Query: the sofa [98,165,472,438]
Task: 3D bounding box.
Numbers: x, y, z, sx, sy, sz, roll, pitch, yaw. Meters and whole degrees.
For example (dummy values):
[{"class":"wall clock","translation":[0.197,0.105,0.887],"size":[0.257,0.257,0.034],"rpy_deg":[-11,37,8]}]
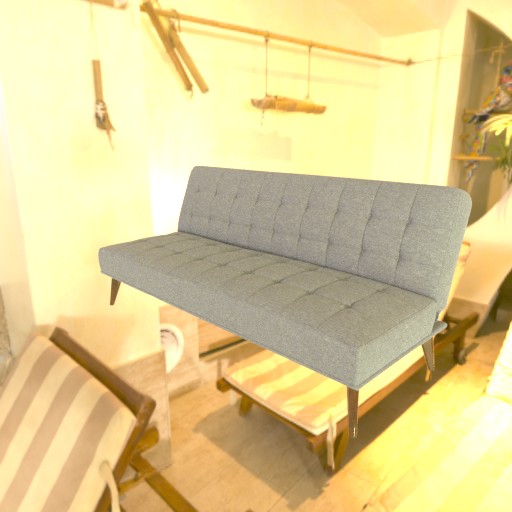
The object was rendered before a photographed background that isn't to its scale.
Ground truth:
[{"class":"sofa","translation":[0.000,0.000,2.288],"size":[1.800,0.810,0.860],"rpy_deg":[15,22,43]}]
